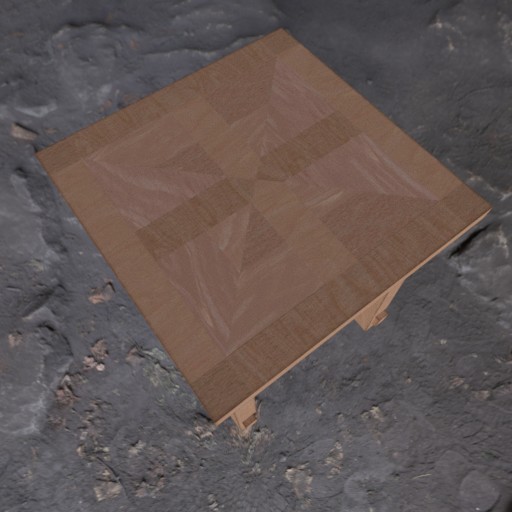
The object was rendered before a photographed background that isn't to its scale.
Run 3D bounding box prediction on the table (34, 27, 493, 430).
[{"bbox_3d":[0.000,0.000,1.111,0.610,0.638,0.612,-34,68,-16],"label":"table"}]
